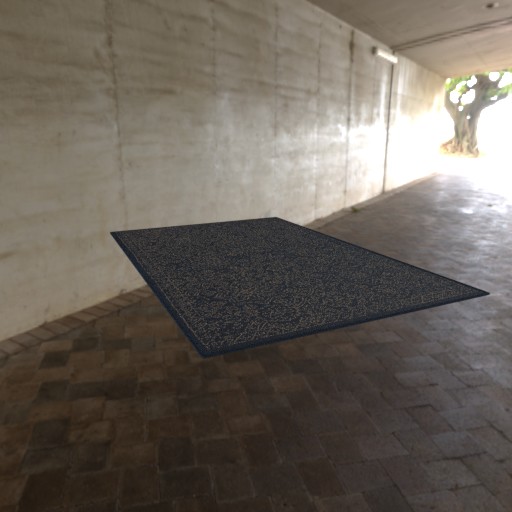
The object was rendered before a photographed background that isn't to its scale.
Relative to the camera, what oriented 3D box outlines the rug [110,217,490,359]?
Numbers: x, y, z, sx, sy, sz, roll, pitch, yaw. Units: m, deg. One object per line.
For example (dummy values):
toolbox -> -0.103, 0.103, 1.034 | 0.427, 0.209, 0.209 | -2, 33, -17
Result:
rug -> 0.000, 0.000, 2.320 | 1.219, 0.010, 1.829 | -7, 17, -25
